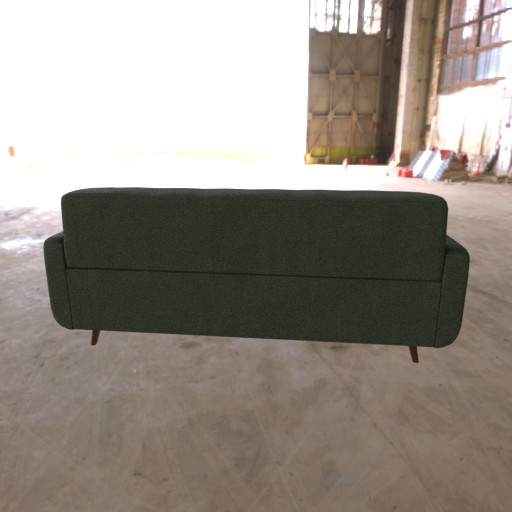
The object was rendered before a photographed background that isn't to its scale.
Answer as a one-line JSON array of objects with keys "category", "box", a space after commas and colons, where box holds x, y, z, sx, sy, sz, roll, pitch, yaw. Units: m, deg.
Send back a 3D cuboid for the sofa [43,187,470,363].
[{"category": "sofa", "box": [0.000, 0.000, 2.545, 2.029, 0.841, 0.909, 2, 16, 6]}]
